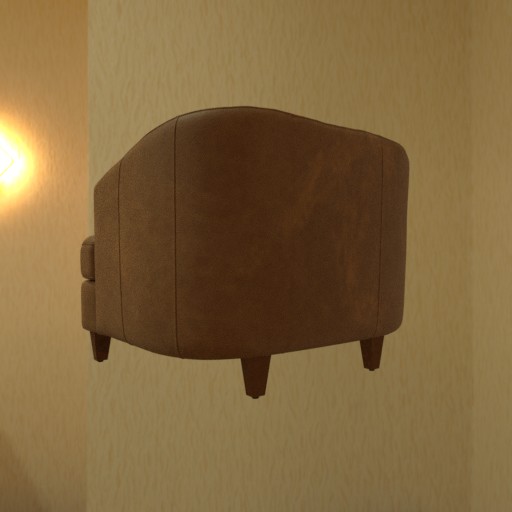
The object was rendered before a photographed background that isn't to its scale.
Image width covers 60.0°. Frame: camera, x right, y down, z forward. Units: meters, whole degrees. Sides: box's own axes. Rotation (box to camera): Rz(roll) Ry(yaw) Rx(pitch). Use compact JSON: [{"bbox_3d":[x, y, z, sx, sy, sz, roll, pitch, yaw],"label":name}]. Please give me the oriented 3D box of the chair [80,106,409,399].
[{"bbox_3d":[0.000,0.000,1.744,1.119,0.836,0.911,0,0,-37],"label":"chair"}]
